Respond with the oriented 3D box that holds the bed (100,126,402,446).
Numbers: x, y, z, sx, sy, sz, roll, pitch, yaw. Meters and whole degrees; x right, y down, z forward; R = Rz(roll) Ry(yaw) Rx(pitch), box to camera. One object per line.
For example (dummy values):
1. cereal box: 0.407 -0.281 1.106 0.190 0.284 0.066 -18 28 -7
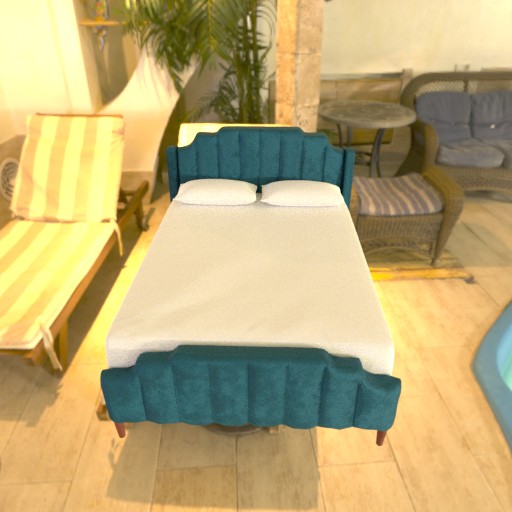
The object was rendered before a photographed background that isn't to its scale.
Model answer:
1. bed: 0.000 0.000 3.289 1.678 1.338 2.322 1 31 2
